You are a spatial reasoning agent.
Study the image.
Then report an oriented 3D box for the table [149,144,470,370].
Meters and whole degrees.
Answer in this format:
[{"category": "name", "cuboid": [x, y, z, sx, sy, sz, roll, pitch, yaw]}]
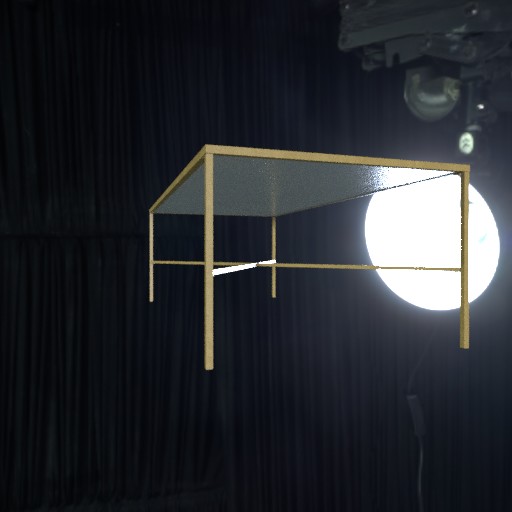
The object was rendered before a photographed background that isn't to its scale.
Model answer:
[{"category": "table", "cuboid": [0.000, 0.000, 1.443, 0.580, 0.398, 1.206, 0, 0, -18]}]
